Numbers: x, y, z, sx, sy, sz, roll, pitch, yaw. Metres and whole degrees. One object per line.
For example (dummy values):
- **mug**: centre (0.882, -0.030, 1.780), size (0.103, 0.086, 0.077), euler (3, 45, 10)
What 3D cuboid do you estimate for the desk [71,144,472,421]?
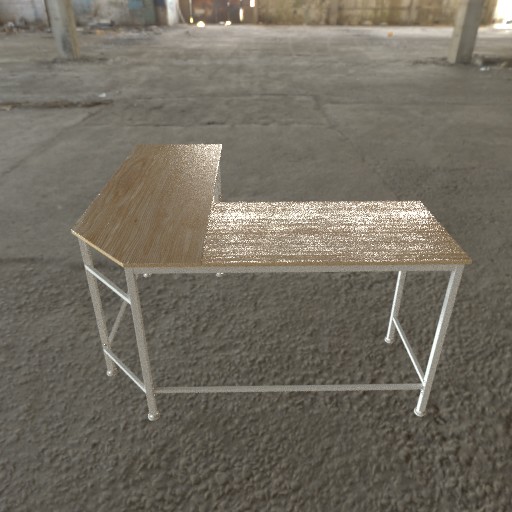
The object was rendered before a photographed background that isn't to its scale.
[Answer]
- **desk**: centre (0.000, 0.000, 2.209), size (1.379, 0.739, 1.379), euler (-1, 30, -1)
